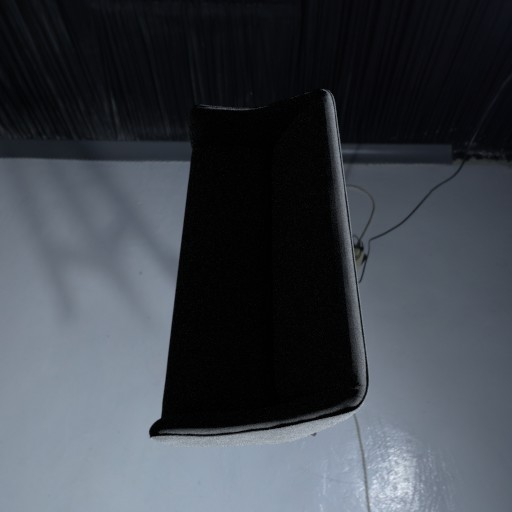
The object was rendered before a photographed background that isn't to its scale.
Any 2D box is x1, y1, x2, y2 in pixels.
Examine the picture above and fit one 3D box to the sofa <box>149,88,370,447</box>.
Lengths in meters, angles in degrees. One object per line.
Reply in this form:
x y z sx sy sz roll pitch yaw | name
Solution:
0.000 0.000 2.384 0.867 0.829 1.928 0 58 0 | sofa
